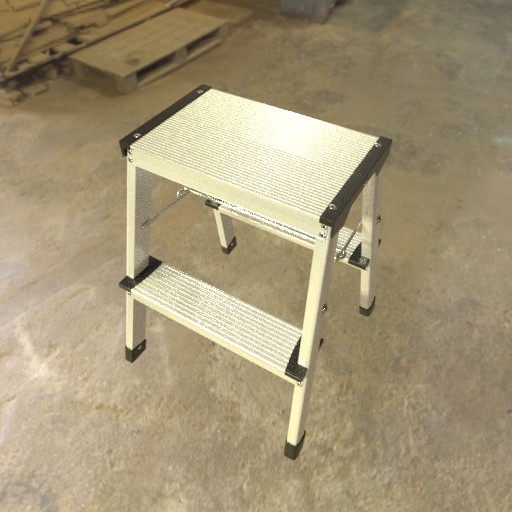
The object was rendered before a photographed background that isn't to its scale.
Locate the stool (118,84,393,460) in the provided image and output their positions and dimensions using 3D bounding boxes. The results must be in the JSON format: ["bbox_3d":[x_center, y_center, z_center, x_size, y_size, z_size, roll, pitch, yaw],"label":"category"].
[{"bbox_3d":[0.000,0.000,0.801,0.404,0.480,0.405,24,51,21],"label":"stool"}]
